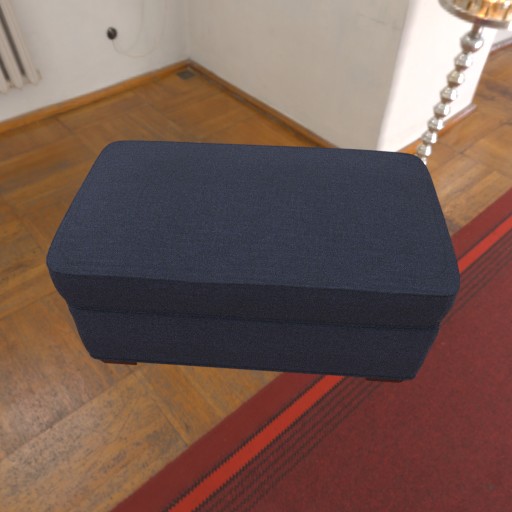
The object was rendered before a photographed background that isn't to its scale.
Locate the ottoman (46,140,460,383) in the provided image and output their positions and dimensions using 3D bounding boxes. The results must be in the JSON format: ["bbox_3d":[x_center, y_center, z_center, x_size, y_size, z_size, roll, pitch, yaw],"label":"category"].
[{"bbox_3d":[0.000,0.000,1.205,0.895,0.453,0.505,3,48,3],"label":"ottoman"}]
